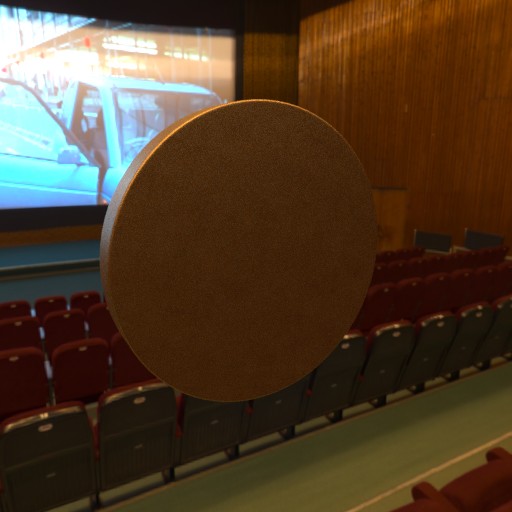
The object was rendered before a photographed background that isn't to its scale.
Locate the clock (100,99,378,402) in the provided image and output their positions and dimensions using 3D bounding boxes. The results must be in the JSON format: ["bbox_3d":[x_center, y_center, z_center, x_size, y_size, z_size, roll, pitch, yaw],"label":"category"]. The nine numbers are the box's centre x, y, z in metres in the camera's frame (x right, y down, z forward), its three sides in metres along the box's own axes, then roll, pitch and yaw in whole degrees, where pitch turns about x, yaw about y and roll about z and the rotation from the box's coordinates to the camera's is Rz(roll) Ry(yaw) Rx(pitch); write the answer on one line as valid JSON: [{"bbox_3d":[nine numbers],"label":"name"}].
[{"bbox_3d":[0.000,0.000,0.473,0.314,0.314,0.040,-8,15,-29],"label":"clock"}]
